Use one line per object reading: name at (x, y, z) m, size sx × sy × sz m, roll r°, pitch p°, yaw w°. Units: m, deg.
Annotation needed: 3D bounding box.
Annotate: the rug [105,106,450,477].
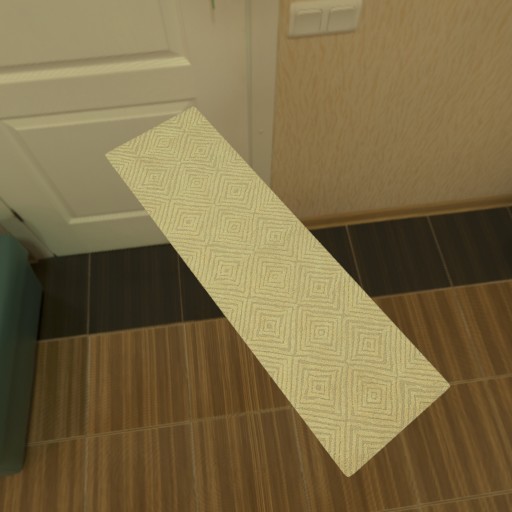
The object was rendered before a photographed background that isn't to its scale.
rug at (0.000, 0.000, 2.478) m, size 0.676 × 0.008 × 2.277 m, roll -34°, pitch 69°, yaw -15°
